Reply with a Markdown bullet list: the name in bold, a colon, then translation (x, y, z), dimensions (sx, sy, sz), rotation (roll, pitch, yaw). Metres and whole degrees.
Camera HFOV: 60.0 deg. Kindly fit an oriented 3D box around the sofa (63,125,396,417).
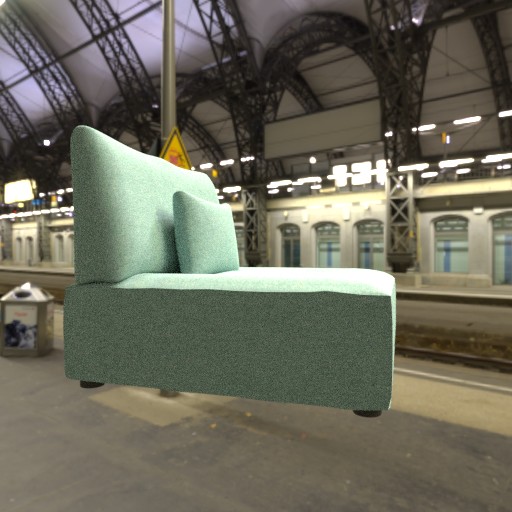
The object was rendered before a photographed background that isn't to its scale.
- **sofa**: translation (0.000, 0.000, 1.671), dimensions (1.000, 0.820, 0.930), rotation (0, 0, 18)
